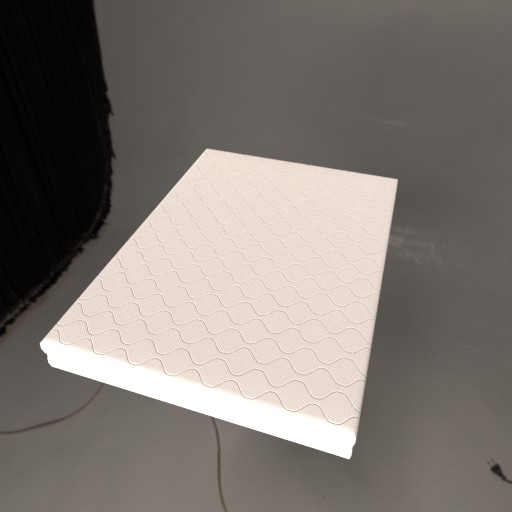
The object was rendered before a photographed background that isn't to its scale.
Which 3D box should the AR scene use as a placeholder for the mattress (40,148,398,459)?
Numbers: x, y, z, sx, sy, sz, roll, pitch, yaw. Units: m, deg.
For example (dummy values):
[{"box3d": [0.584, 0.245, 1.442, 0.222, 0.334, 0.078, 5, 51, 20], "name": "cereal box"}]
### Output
[{"box3d": [0.000, 0.000, 2.525, 1.400, 0.200, 1.900, 12, 43, 14], "name": "mattress"}]
